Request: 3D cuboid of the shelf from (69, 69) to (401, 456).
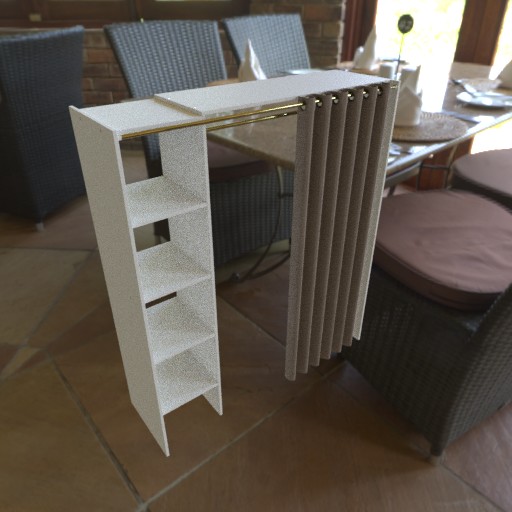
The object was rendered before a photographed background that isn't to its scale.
[{"bbox_3d":[0.000,0.000,2.576,1.600,1.820,0.500,-22,37,-31],"label":"shelf"}]
